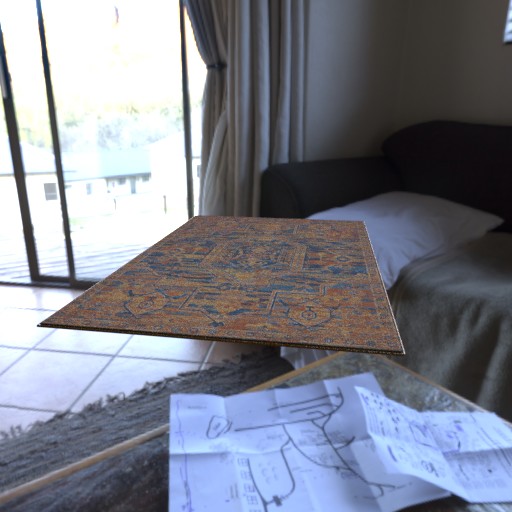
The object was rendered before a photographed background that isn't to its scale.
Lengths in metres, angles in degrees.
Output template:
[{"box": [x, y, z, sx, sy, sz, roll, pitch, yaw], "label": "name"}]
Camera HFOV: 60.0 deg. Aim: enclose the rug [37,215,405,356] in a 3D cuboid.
[{"box": [0.000, 0.000, 2.167, 1.148, 0.013, 1.758, 3, 17, 9], "label": "rug"}]
